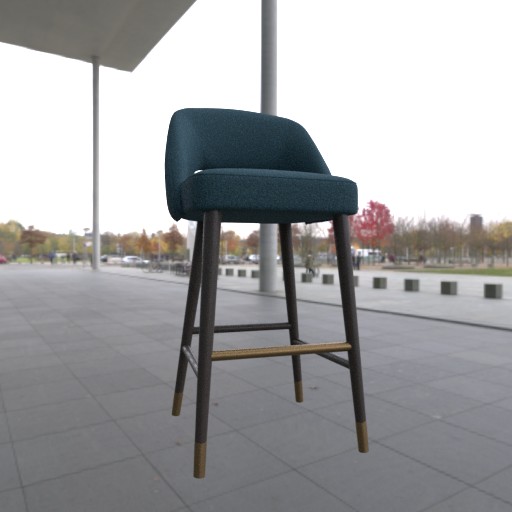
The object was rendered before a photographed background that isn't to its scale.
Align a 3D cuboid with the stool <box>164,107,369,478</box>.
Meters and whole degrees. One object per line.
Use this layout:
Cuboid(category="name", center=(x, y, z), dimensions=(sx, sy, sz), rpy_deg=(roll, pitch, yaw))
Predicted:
Cuboid(category="stool", center=(0.000, 0.000, 1.338), dimensions=(0.536, 1.032, 0.522), rpy_deg=(0, 0, -18))
